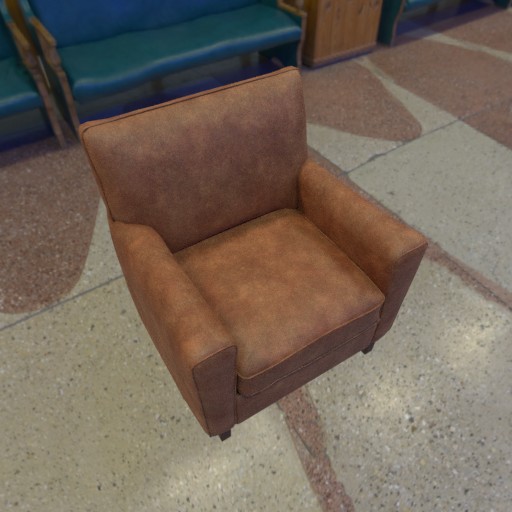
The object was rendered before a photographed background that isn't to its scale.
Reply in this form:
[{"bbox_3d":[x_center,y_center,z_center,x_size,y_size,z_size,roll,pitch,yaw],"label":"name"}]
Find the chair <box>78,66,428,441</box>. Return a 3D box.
[{"bbox_3d":[0.000,0.000,1.620,0.870,0.943,0.823,-24,52,-21],"label":"chair"}]
